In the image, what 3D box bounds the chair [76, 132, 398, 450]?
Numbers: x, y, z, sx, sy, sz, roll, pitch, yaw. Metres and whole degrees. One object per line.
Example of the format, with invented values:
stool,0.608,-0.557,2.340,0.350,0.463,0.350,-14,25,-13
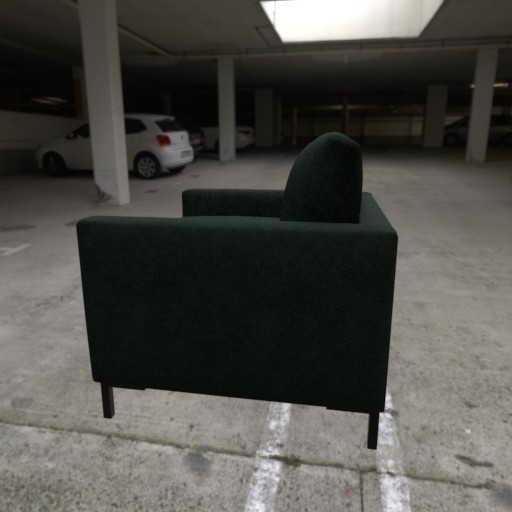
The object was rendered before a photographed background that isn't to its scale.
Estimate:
chair,0.000,0.000,1.613,0.866,0.861,0.963,3,14,10
